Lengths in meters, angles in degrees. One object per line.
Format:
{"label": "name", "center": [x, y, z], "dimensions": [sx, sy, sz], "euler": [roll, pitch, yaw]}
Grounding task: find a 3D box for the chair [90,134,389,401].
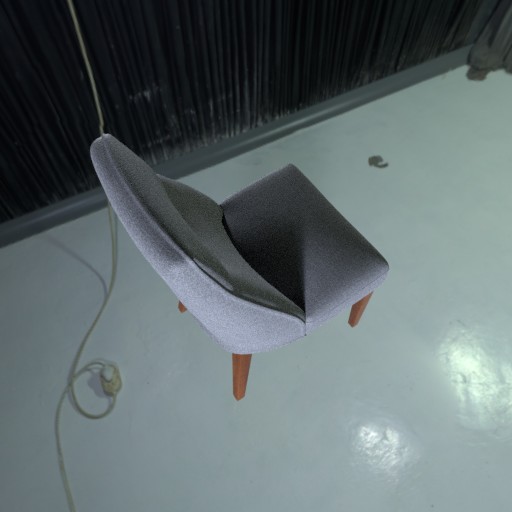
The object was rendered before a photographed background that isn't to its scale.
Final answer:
{"label": "chair", "center": [0.000, 0.000, 1.281], "dimensions": [0.620, 0.930, 0.500], "euler": [-30, 63, -17]}
